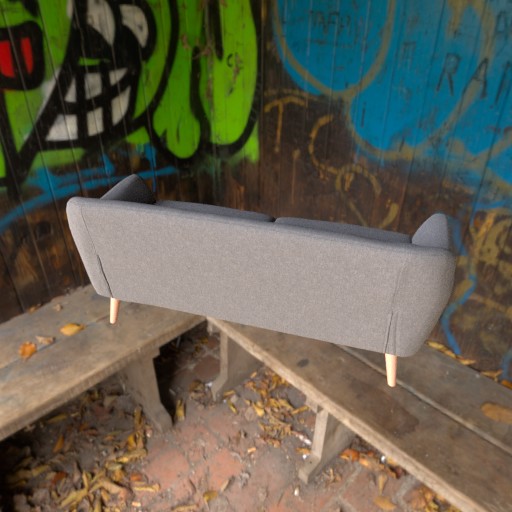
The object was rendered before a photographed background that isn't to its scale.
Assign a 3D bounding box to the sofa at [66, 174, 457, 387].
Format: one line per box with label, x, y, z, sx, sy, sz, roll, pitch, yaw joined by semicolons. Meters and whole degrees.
sofa;0.000;0.000;2.270;1.840;0.820;0.820;10;34;14
